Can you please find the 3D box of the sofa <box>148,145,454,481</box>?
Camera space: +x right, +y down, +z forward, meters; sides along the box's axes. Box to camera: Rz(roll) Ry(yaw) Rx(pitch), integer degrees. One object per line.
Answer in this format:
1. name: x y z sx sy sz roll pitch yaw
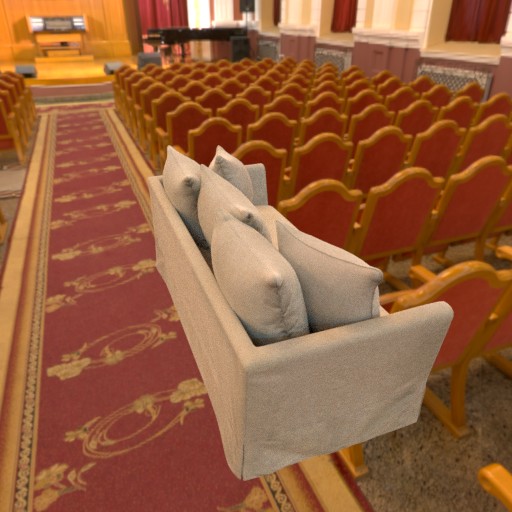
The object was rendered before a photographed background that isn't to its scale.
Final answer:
1. sofa: 0.000 0.000 2.798 1.031 1.034 2.290 -10 30 -18
